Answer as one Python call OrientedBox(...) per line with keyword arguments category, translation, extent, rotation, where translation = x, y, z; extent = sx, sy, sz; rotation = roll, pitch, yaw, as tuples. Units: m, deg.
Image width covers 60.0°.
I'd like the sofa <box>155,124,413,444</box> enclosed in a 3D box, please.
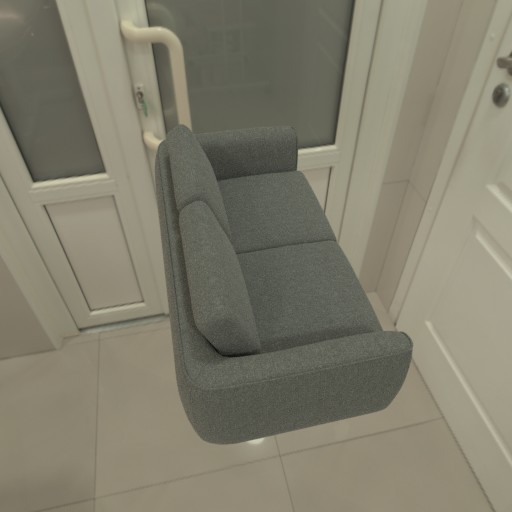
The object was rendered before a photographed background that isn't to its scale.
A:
OrientedBox(category="sofa", translation=(0.000, 0.000, 2.258), extent=(0.920, 0.870, 1.700), rotation=(-9, 46, -9))
